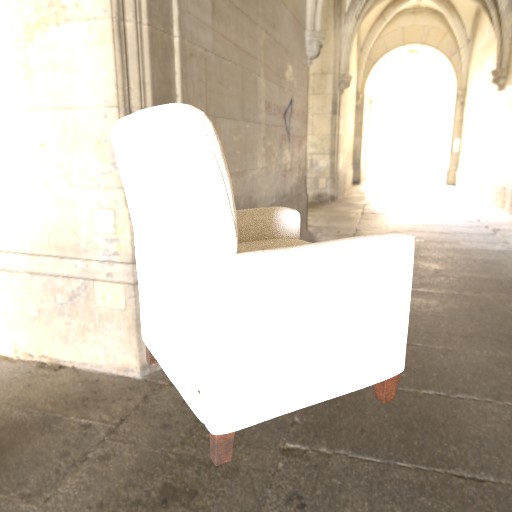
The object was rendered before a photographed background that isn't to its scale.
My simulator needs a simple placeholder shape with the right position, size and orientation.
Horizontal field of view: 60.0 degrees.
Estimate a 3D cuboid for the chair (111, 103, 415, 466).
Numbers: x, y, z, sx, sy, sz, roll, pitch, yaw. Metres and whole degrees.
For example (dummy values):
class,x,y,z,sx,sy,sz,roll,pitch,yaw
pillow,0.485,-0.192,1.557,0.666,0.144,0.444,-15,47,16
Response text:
class,x,y,z,sx,sy,sz,roll,pitch,yaw
chair,0.000,0.000,1.651,0.858,1.028,0.841,-8,16,-28
